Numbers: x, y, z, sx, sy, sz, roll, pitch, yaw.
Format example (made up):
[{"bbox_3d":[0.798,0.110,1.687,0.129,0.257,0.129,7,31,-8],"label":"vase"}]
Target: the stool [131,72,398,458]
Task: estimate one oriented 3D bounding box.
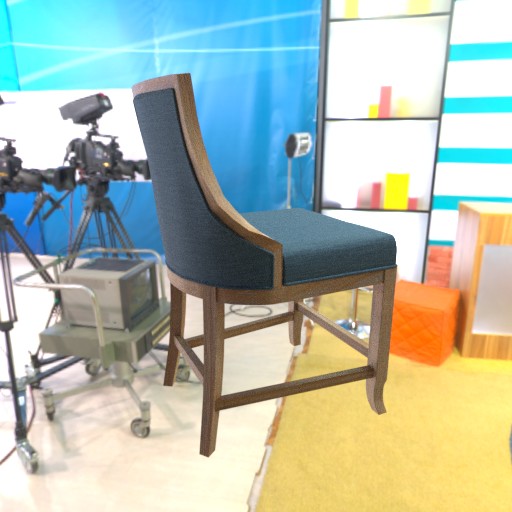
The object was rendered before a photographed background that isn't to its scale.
[{"bbox_3d":[0.000,0.000,1.308,0.626,0.938,0.524,-8,18,-25],"label":"stool"}]
